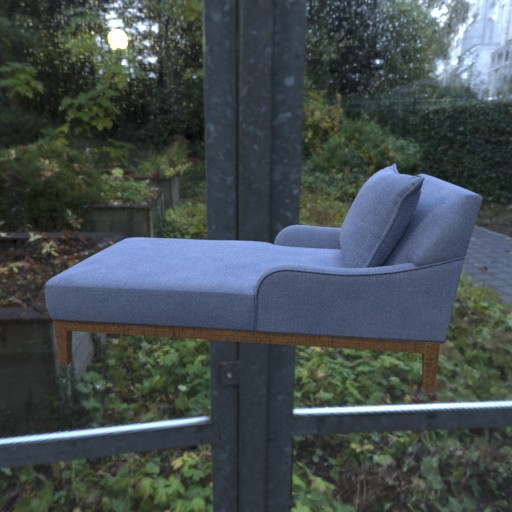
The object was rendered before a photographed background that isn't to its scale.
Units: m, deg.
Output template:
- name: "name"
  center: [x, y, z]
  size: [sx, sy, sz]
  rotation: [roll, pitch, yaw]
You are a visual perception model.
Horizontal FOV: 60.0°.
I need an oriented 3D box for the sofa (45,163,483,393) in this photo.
- name: "sofa"
  center: [0.000, 0.000, 2.230]
  size: [1.779, 0.883, 0.904]
  rotation: [2, 15, 8]
